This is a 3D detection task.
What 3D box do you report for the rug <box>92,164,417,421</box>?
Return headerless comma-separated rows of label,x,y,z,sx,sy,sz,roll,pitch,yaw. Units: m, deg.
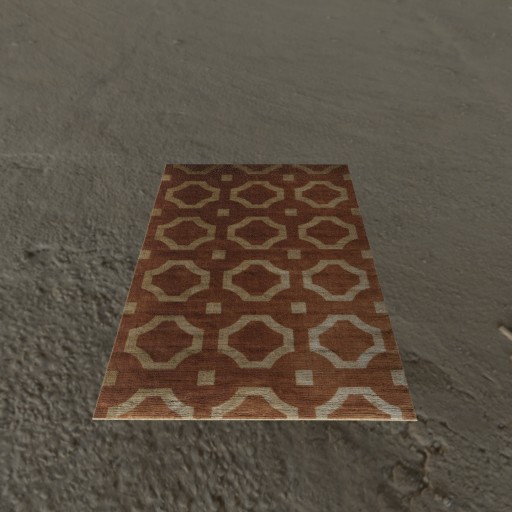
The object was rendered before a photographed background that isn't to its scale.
rug,0.000,0.000,2.948,1.555,0.016,2.286,0,43,0
